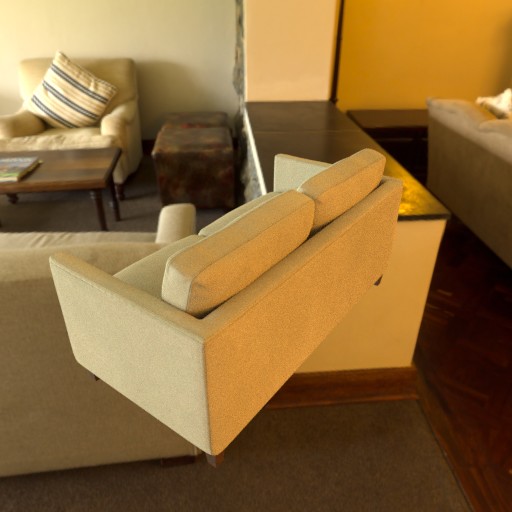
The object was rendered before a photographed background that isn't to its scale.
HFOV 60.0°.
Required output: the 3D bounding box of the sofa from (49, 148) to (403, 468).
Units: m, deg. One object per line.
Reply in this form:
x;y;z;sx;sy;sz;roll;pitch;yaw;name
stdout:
0.000;0.000;2.440;0.950;0.940;1.846;20;36;31;sofa
